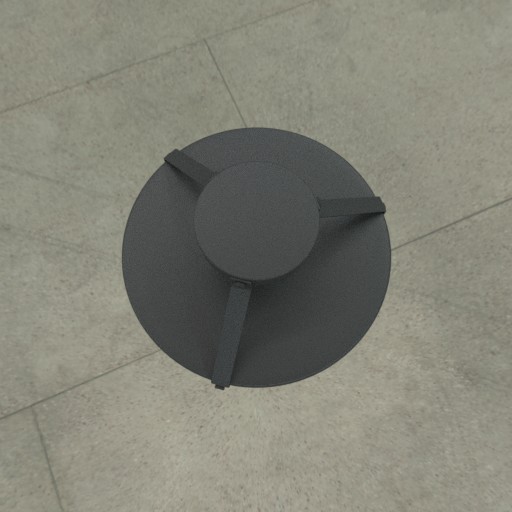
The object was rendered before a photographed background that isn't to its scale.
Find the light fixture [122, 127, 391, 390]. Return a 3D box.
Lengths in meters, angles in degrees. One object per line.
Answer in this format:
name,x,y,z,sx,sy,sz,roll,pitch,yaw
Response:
light fixture,0.000,0.000,0.535,0.304,0.269,0.304,0,75,0
